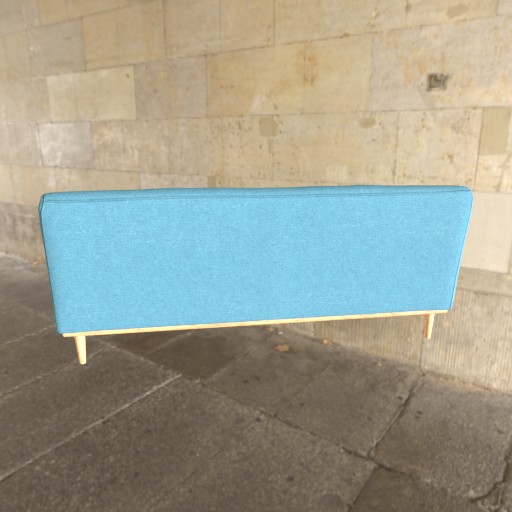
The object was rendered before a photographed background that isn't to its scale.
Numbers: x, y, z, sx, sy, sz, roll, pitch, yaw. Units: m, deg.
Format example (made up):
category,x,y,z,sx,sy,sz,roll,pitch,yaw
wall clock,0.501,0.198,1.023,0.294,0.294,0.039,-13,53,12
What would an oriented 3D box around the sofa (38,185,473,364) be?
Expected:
category,x,y,z,sx,sy,sz,roll,pitch,yaw
sofa,0.000,0.000,2.539,2.057,0.871,0.978,-2,15,-9
